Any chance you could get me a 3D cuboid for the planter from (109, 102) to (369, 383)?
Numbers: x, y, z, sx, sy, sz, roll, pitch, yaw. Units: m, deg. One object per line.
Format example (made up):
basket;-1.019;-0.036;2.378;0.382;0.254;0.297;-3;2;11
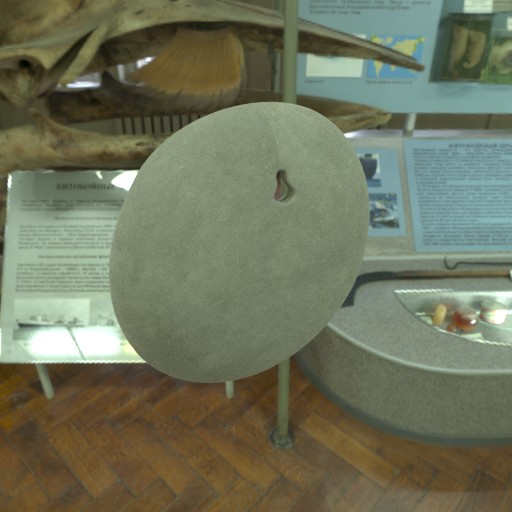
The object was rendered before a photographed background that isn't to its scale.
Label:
planter;0.000;0.000;0.283;0.185;0.188;0.071;-17;34;-28
